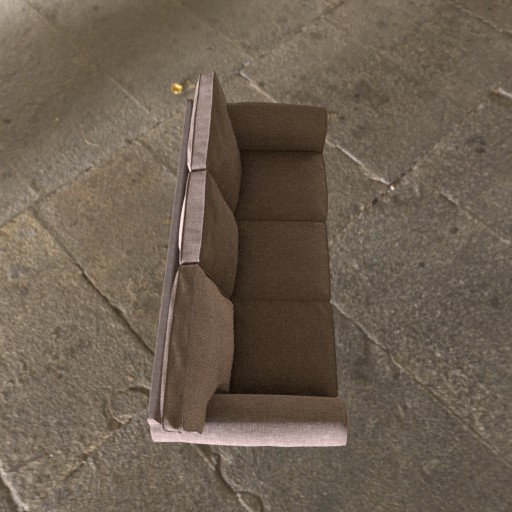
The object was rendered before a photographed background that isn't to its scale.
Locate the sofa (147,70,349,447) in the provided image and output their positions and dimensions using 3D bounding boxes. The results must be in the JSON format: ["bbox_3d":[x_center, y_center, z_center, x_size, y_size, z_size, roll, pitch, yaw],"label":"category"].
[{"bbox_3d":[0.000,0.000,2.614,0.916,0.961,2.084,1,63,1],"label":"sofa"}]
